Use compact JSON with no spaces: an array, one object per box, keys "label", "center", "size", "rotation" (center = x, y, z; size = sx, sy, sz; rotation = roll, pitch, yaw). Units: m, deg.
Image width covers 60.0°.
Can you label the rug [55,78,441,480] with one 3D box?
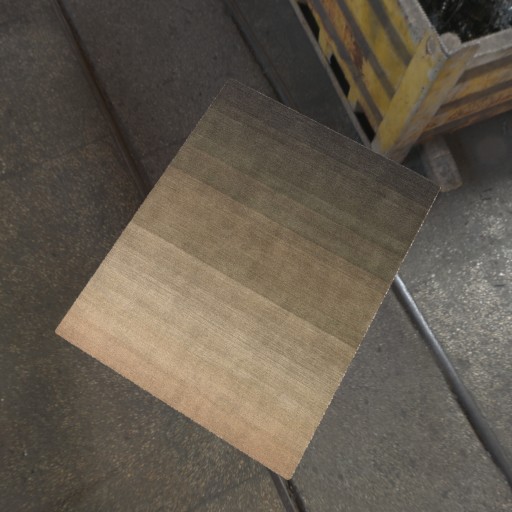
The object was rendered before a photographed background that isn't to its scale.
[{"label":"rug","center":[0.000,0.000,3.946],"size":[2.306,0.017,2.902],"rotation":[29,77,7]}]
